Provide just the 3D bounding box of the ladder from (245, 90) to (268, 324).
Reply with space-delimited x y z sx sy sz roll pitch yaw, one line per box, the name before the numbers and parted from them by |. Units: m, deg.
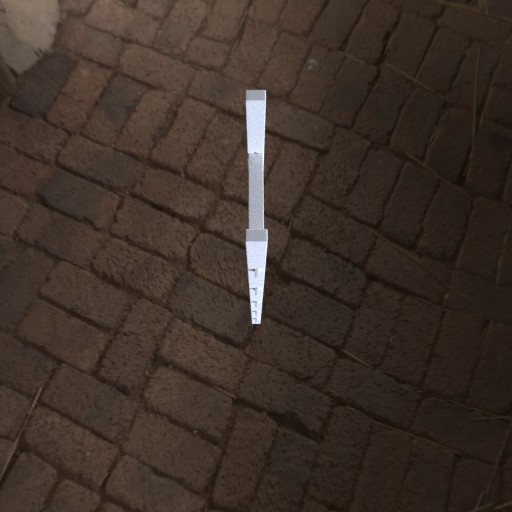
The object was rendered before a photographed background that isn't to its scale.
ladder | 0.000 0.000 1.946 0.051 1.797 0.452 0 75 0
